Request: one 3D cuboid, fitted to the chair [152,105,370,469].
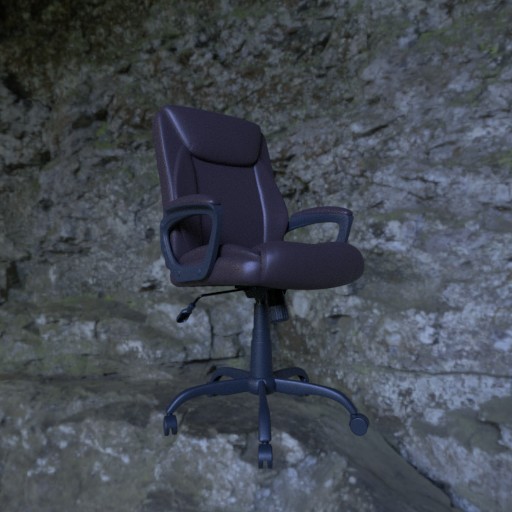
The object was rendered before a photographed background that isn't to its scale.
[{"bbox_3d":[0.000,0.000,1.457,0.615,1.072,0.655,0,0,-36],"label":"chair"}]
